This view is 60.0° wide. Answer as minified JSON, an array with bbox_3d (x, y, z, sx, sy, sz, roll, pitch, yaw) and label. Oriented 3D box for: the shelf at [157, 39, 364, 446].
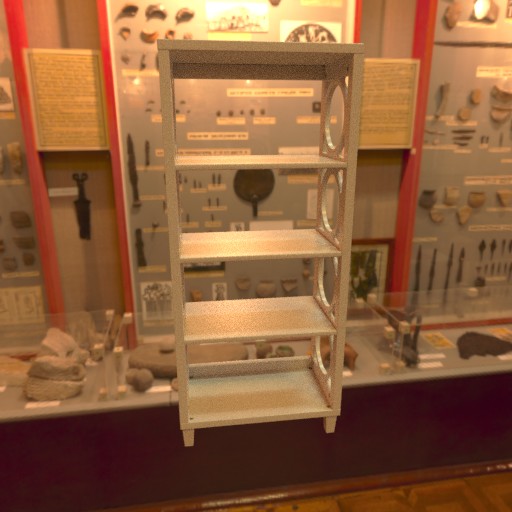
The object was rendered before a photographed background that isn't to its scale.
[{"bbox_3d":[0.000,0.000,1.656,0.611,1.411,0.340,-2,17,-8],"label":"shelf"}]
